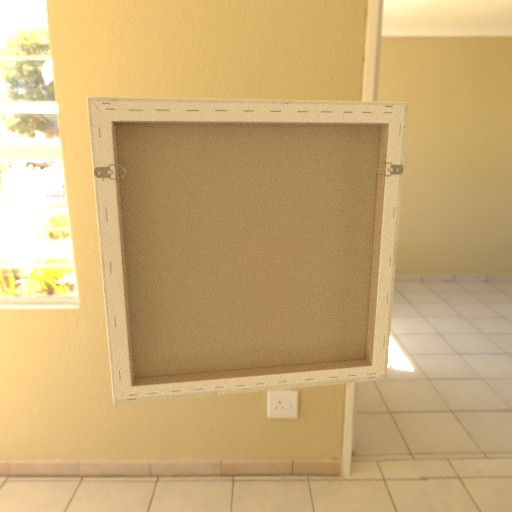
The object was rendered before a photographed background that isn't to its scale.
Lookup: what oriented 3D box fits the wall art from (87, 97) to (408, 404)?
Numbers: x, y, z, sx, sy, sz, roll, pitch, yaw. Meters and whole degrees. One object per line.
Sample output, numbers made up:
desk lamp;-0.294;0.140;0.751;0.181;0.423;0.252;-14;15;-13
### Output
wall art;0.000;0.000;0.917;0.610;0.611;0.040;-2;14;-9
